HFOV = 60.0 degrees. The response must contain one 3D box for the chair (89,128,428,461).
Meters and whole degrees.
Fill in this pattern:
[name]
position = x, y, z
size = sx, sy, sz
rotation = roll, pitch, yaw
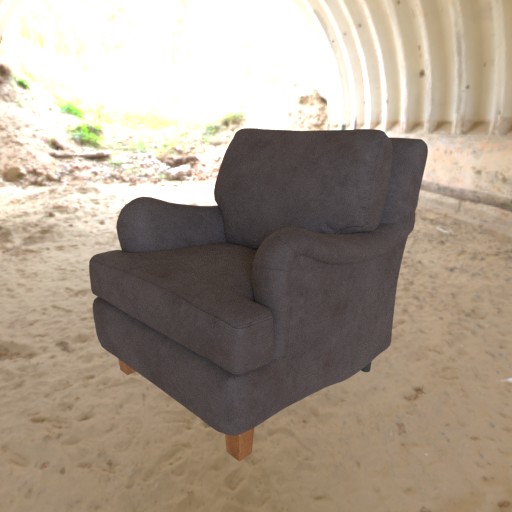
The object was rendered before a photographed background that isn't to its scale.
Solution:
[chair]
position = 0.000, 0.000, 1.808
size = 1.070, 0.997, 0.955
rotation = -16, 23, -42
